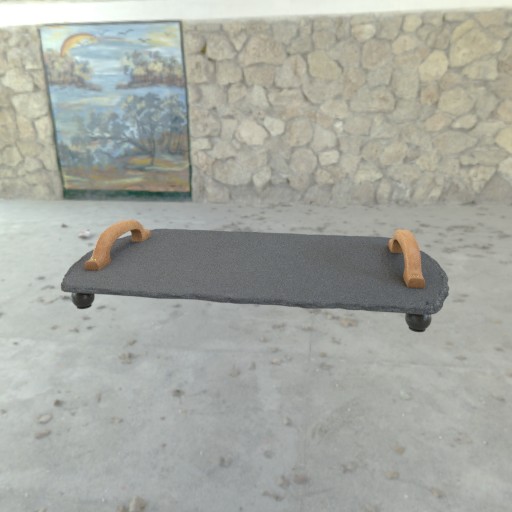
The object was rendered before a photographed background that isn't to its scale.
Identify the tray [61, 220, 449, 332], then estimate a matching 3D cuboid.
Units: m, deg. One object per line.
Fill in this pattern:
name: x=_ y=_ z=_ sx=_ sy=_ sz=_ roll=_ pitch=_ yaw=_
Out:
tray: x=0.000 y=0.000 z=0.480 sx=0.387 sy=0.062 sz=0.231 roll=3 pitch=17 yaw=9
